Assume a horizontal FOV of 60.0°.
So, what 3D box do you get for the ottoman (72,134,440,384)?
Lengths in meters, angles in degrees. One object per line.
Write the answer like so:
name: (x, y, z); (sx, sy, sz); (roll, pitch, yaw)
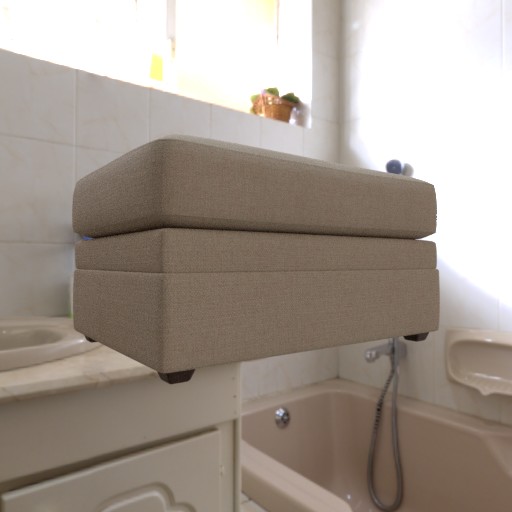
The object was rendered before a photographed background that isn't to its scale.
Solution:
ottoman: (0.000, 0.000, 1.254); (0.885, 0.478, 0.637); (1, -1, -36)
